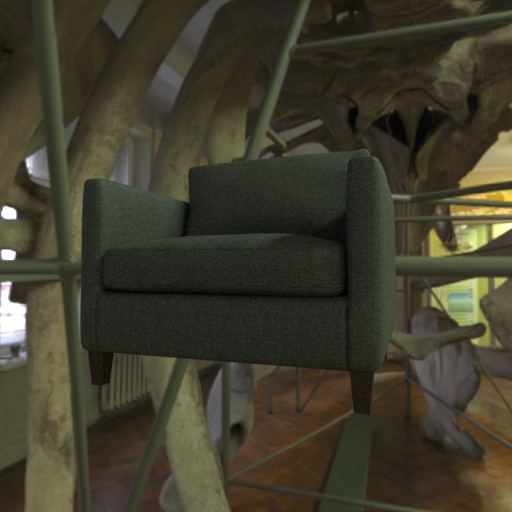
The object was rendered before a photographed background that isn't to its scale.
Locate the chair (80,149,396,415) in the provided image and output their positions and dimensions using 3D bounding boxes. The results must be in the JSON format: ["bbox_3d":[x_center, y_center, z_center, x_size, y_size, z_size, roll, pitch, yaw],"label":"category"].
[{"bbox_3d":[0.000,0.000,1.882,1.107,0.963,0.959,-1,-2,19],"label":"chair"}]
